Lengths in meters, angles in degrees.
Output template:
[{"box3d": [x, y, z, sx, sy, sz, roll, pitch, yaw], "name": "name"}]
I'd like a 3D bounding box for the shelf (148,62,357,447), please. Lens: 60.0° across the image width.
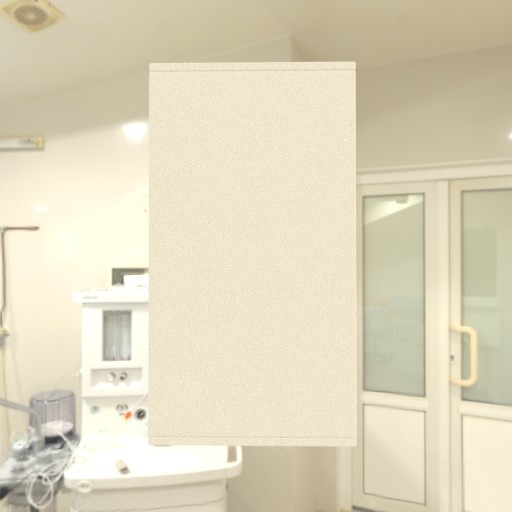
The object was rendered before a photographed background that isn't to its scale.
[{"box3d": [0.000, 0.000, 1.291, 0.396, 0.732, 0.895, 0, -1, 1], "name": "shelf"}]
